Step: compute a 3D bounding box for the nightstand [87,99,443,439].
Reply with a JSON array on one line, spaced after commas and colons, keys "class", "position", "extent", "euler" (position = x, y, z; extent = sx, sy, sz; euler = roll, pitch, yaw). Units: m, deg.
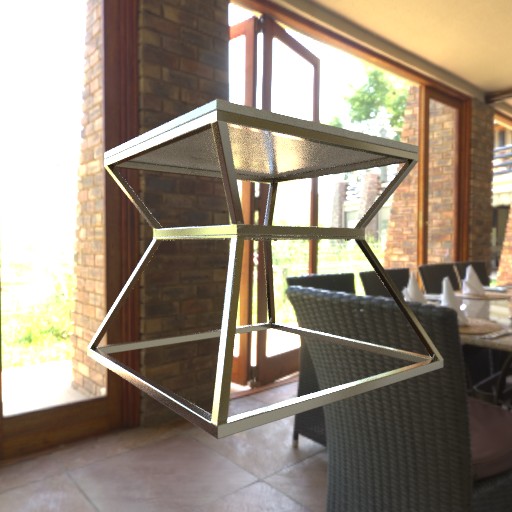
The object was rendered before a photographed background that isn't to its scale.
[{"class": "nightstand", "position": [0.000, 0.000, 0.892], "extent": [0.513, 0.426, 0.514], "euler": [-1, 2, -37]}]
